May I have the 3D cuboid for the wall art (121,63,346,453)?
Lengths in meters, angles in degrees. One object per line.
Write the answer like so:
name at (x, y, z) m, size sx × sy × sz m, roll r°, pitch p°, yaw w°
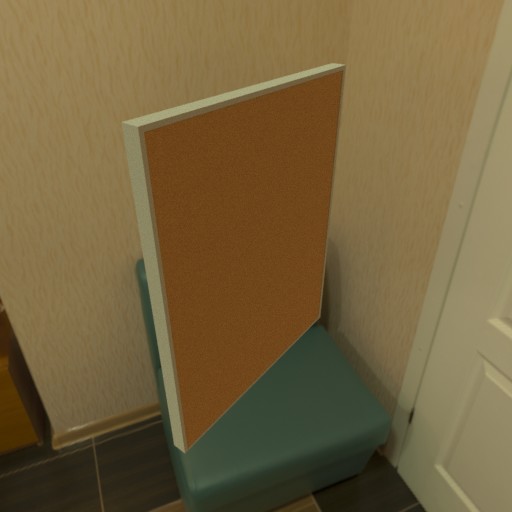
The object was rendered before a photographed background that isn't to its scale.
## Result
wall art at (0.000, 0.000, 1.044) m, size 0.055 × 0.763 × 0.611 m, roll 23°, pitch 39°, yaw 31°
